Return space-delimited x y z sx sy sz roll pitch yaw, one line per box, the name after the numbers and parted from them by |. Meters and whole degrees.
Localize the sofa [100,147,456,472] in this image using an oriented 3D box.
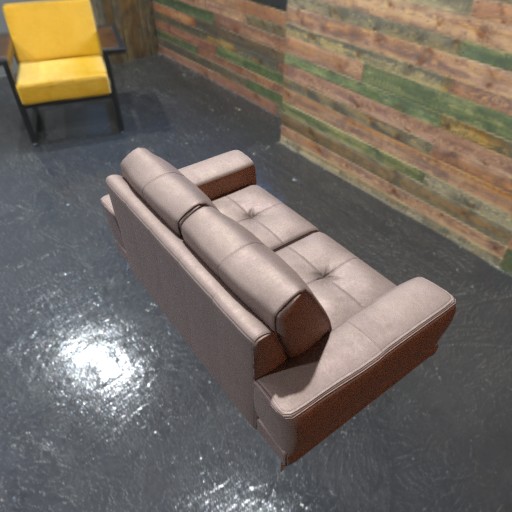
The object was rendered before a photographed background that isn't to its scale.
0.000 0.000 2.364 1.018 0.907 1.806 -26 48 -26 | sofa
